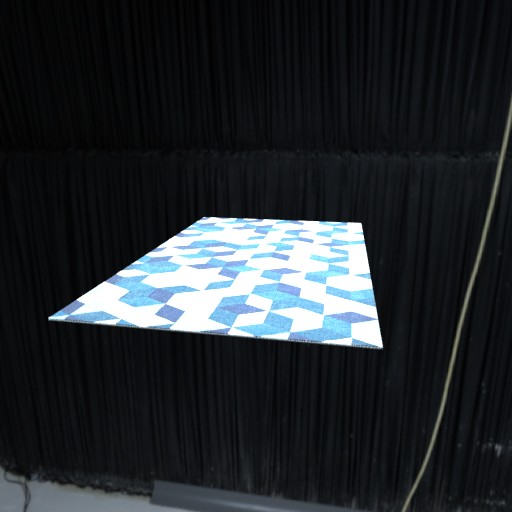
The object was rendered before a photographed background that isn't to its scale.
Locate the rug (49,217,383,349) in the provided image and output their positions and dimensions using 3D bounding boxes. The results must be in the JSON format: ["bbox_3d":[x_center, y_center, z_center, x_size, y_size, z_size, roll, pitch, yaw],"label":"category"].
[{"bbox_3d":[0.000,0.000,3.088,1.518,0.015,2.438,3,17,10],"label":"rug"}]
